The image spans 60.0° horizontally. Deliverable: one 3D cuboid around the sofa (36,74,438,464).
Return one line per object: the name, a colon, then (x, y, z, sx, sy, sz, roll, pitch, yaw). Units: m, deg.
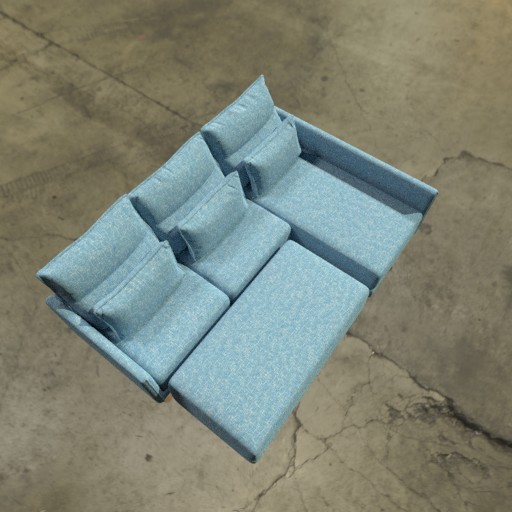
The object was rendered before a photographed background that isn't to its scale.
sofa: (0.000, 0.000, 2.785, 1.420, 0.899, 2.034, 33, 65, 18)
